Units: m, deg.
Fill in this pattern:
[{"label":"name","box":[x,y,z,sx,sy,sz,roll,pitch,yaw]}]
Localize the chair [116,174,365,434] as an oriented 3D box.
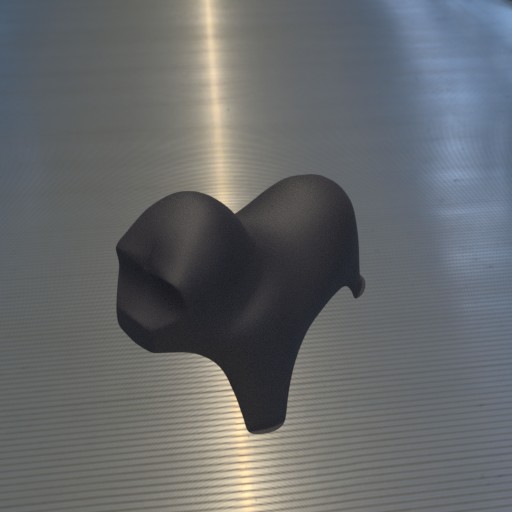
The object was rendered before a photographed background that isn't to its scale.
[{"label":"chair","box":[0.000,0.000,1.120,0.490,0.600,0.758,30,53,26]}]
